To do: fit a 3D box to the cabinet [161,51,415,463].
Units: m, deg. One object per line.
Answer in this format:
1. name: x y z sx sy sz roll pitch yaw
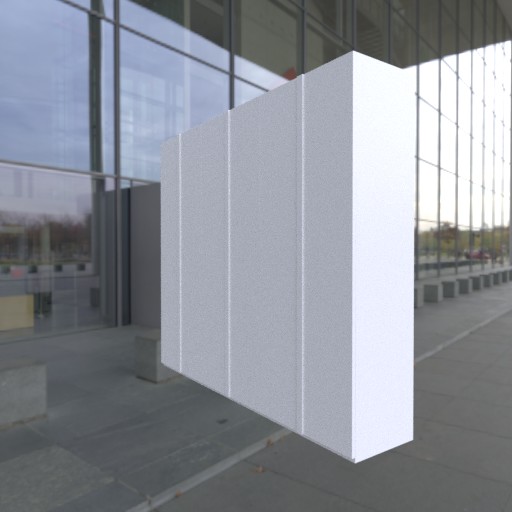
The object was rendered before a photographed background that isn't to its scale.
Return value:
1. cabinet: 0.000 0.000 3.799 0.590 2.370 2.700 -1 1 -35
